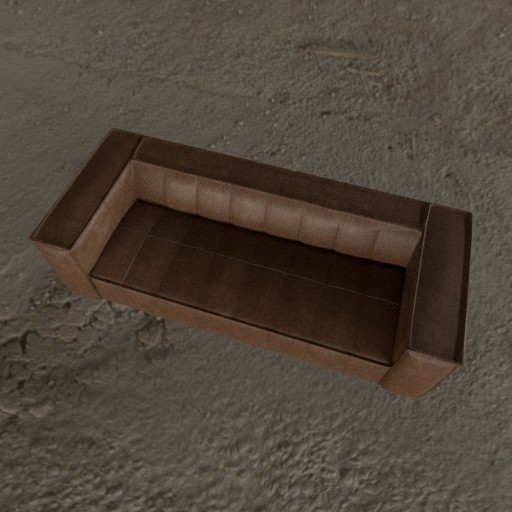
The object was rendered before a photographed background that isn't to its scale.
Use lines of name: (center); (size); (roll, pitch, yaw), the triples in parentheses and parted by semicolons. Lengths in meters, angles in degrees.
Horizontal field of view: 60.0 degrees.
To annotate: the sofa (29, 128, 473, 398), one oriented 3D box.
sofa: (0.000, 0.000, 2.995); (2.581, 0.701, 1.102); (15, 59, 10)
